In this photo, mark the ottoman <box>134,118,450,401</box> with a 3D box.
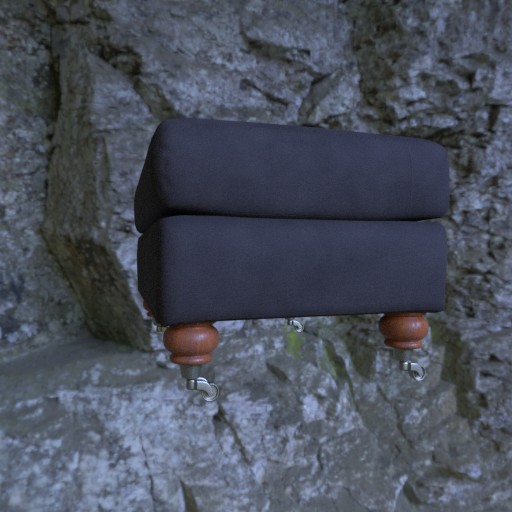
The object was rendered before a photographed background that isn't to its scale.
[{"bbox_3d":[0.000,0.000,1.111,0.574,0.497,0.773,0,0,-17],"label":"ottoman"}]
